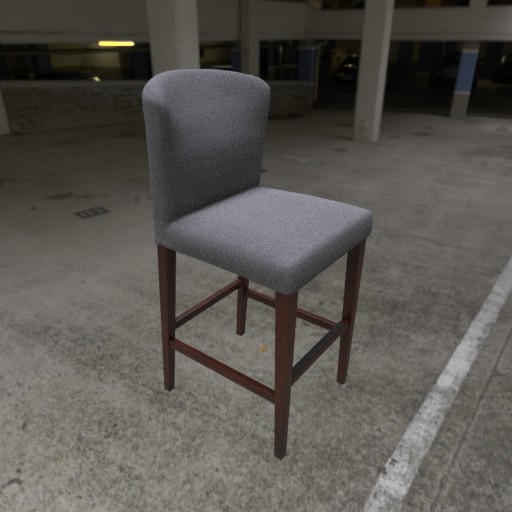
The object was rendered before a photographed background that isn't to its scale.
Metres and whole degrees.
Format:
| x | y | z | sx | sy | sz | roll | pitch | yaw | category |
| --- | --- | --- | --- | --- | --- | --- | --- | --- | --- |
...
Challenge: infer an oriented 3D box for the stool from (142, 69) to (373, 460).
| x | y | z | sx | sy | sz | roll | pitch | yaw | category |
| --- | --- | --- | --- | --- | --- | --- | --- | --- | --- |
| 0.000 | 0.000 | 1.400 | 0.568 | 1.069 | 0.486 | 19 | 32 | 33 | stool |
